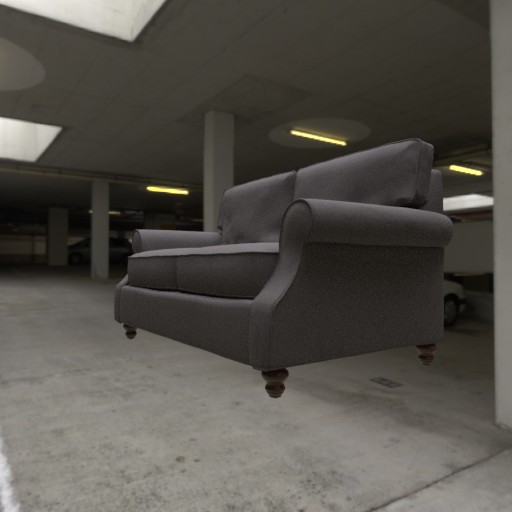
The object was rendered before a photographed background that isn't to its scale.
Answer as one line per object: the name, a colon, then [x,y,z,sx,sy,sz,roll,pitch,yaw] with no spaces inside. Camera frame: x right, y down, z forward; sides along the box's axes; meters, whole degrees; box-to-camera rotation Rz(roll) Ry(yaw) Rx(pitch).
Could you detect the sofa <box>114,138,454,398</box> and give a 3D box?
sofa: [0.000,0.000,2.213,0.964,0.937,1.665,1,-1,-35]
